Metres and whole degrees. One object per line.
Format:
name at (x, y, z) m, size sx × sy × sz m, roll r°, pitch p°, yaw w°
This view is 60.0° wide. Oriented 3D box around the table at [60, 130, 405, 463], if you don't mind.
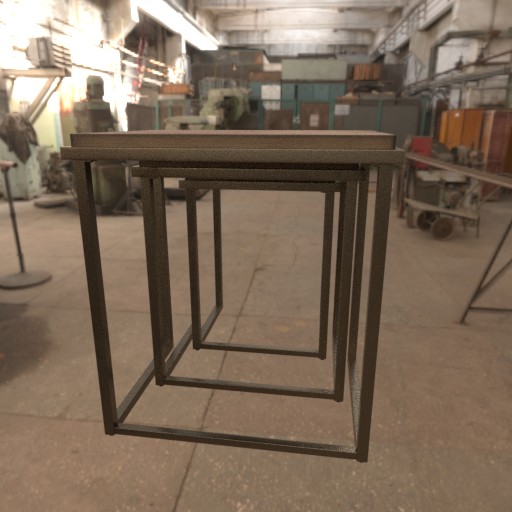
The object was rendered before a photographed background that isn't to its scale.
table at (0.000, 0.000, 1.119) m, size 0.559 × 0.610 × 0.706 m, roll 3°, pitch 17°, yaw 8°
